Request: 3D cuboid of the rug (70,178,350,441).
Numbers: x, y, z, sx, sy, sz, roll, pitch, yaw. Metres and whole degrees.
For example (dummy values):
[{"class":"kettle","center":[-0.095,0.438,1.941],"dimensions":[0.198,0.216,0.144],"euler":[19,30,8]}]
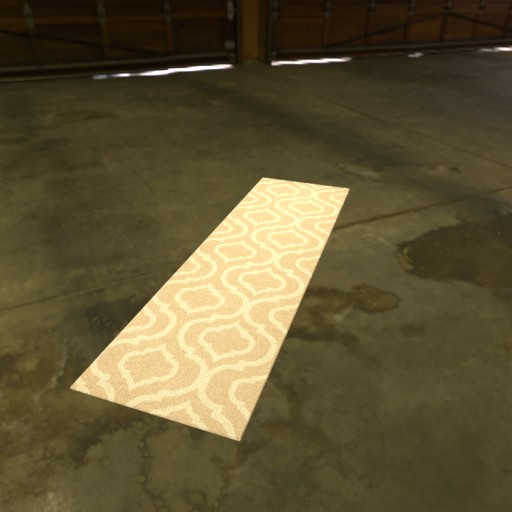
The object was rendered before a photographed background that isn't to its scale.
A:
[{"class":"rug","center":[0.000,0.000,2.503],"dimensions":[0.691,0.013,2.289],"euler":[10,33,16]}]
